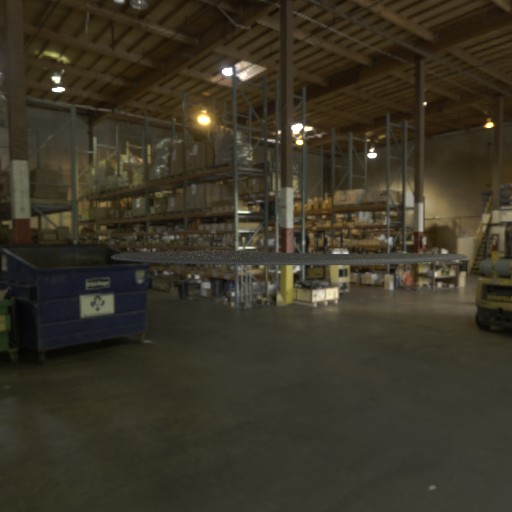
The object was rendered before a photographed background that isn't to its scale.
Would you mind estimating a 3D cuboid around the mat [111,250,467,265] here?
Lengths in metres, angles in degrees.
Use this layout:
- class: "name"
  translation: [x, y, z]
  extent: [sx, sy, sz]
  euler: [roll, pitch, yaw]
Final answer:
- class: "mat"
  translation: [0.000, 0.000, 1.585]
  extent: [1.220, 0.016, 0.917]
  euler: [1, 2, 37]
